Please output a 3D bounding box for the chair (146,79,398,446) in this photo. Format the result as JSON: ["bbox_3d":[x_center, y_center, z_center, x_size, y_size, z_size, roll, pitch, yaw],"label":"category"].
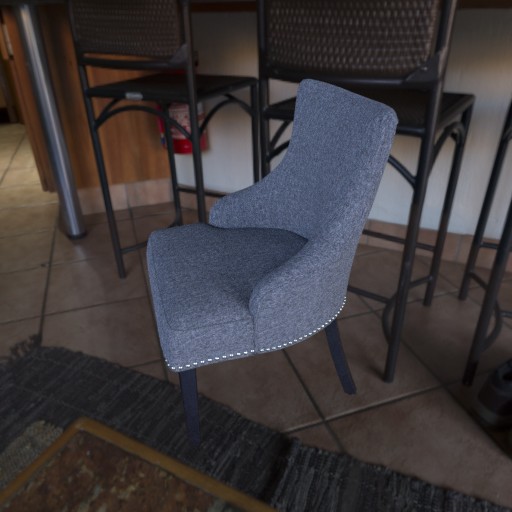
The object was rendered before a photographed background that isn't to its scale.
[{"bbox_3d":[0.000,0.000,1.324,0.629,0.909,0.566,-8,31,-14],"label":"chair"}]
